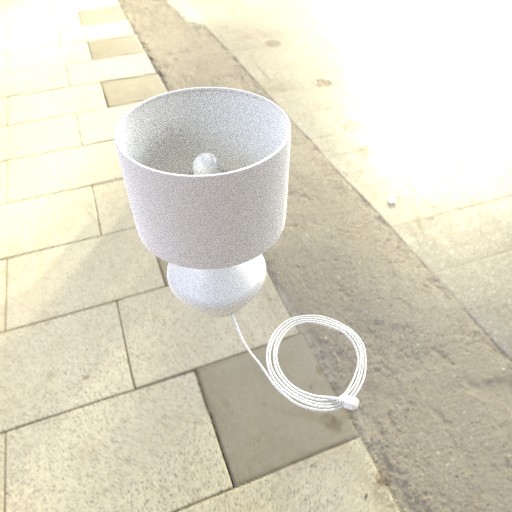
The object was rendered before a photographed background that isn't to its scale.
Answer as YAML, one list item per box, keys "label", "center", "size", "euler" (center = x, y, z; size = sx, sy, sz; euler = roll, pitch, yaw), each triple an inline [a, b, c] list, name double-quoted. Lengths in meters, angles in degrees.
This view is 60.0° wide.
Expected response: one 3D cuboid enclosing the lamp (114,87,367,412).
- label: "lamp"
  center: [0.000, 0.000, 0.867]
  size: [0.401, 0.457, 0.546]
  euler: [-17, 48, -16]
